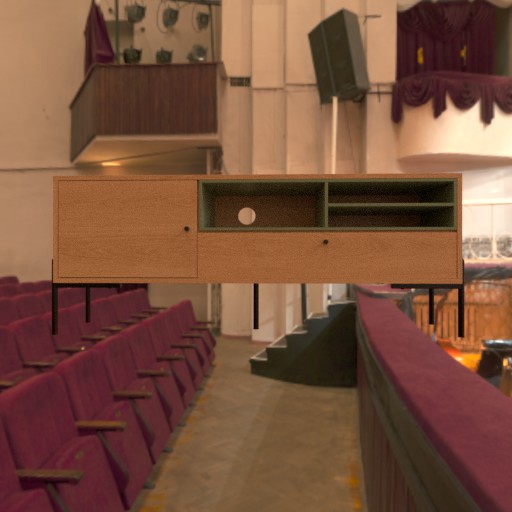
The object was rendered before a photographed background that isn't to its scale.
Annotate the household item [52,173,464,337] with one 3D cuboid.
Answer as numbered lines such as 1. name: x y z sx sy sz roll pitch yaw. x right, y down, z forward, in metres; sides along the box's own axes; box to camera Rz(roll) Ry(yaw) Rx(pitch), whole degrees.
1. household item: 0.000 0.000 1.810 1.550 0.600 0.400 0 0 2
